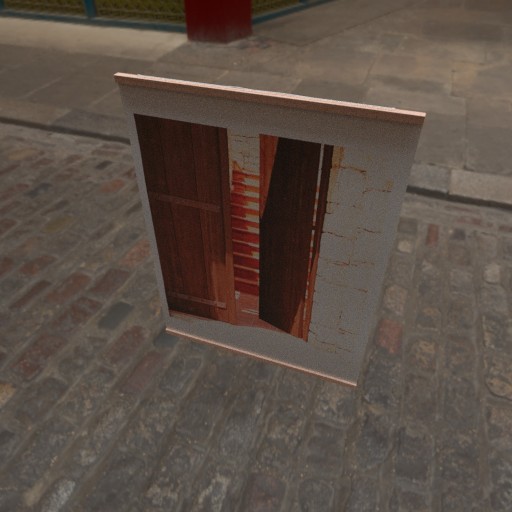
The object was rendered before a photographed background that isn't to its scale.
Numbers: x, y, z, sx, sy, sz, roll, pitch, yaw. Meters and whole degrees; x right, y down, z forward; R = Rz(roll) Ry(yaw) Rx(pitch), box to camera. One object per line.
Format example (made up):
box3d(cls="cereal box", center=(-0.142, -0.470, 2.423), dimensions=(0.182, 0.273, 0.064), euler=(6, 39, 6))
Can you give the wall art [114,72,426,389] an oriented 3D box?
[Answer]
box3d(cls="wall art", center=(0.000, 0.000, 1.354), dimensions=(0.758, 1.013, 0.020), euler=(13, 42, 15))
